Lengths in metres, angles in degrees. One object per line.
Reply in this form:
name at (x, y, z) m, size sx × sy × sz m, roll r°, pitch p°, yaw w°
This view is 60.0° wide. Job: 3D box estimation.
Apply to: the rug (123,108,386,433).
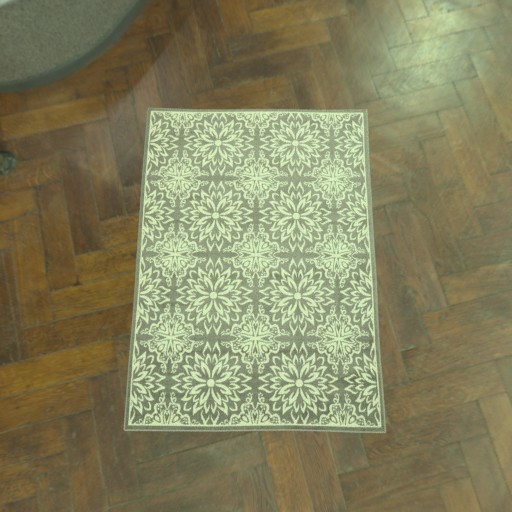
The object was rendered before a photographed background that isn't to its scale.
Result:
rug at (0.000, 0.000, 2.970) m, size 1.608 × 0.014 × 2.213 m, roll 0°, pitch 76°, yaw 0°
